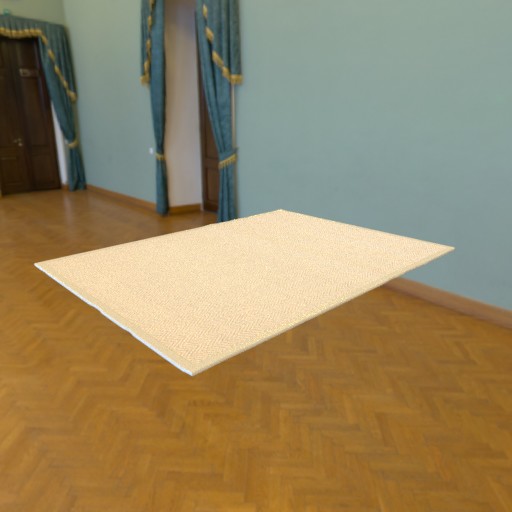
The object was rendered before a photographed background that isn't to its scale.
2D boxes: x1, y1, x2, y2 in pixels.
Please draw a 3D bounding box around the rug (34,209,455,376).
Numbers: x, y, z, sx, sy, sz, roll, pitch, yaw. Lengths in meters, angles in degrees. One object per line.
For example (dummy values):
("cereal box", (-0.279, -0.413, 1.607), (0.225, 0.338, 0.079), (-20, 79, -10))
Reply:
("rug", (0.000, 0.000, 4.766), (3.659, 0.037, 2.734), (-17, 25, -41))
